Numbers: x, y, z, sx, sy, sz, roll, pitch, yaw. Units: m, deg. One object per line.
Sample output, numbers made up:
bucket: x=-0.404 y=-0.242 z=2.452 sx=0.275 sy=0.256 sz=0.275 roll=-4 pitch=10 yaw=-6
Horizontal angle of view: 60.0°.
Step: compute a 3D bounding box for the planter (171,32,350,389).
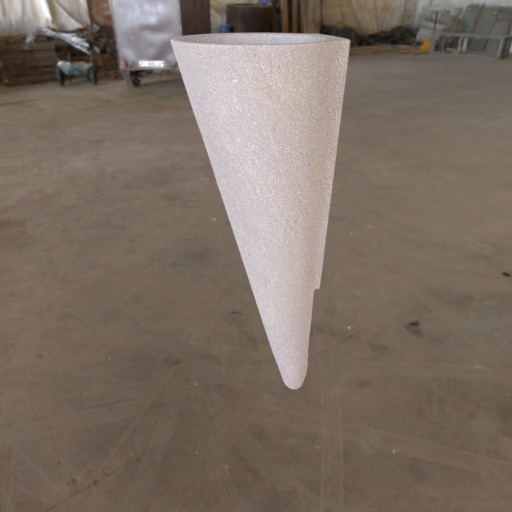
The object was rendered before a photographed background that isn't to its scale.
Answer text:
planter: x=0.000 y=0.000 z=0.292 sx=0.087 sy=0.259 sz=0.078 roll=-8 pitch=31 yaw=-14
